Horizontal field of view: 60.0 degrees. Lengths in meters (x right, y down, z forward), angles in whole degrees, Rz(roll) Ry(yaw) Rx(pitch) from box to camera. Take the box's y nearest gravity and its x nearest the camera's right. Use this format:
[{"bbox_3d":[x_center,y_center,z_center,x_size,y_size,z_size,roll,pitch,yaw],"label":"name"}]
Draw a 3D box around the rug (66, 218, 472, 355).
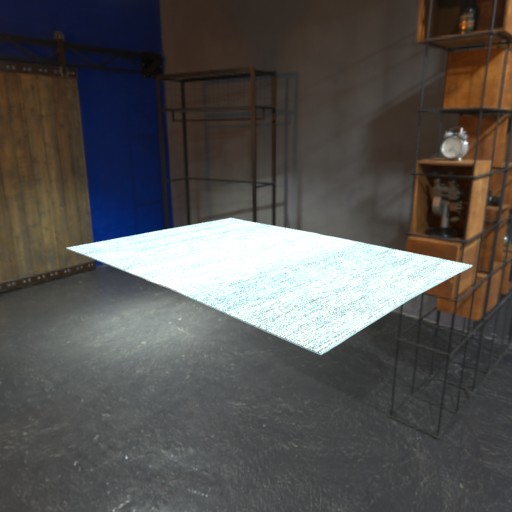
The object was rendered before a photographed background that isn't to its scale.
[{"bbox_3d":[0.000,0.000,2.982,2.260,0.026,1.611,15,22,42],"label":"rug"}]
